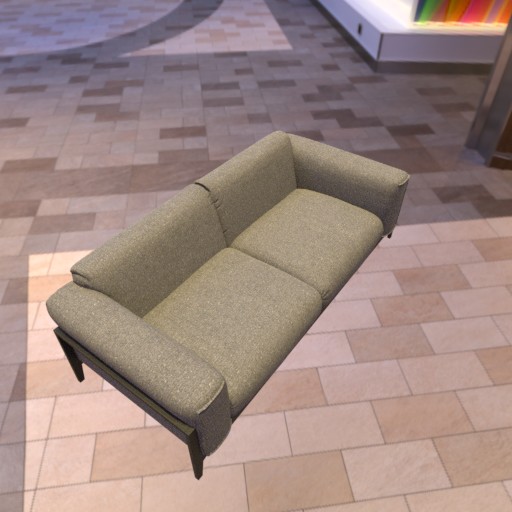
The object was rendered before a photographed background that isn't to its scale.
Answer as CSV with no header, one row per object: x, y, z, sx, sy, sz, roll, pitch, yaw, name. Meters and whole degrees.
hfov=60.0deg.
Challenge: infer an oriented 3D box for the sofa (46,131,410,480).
0.000,0.000,2.601,0.985,0.703,2.125,26,49,26,sofa
